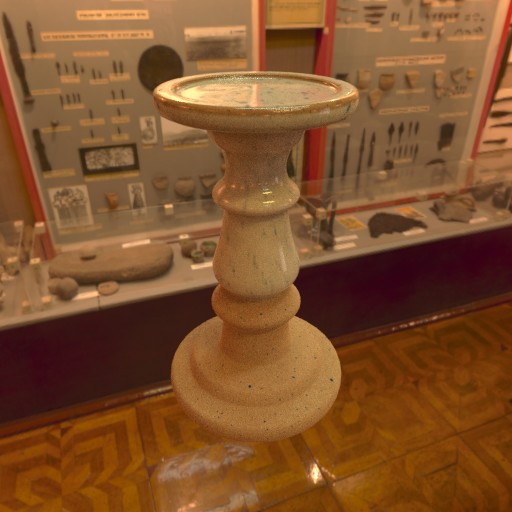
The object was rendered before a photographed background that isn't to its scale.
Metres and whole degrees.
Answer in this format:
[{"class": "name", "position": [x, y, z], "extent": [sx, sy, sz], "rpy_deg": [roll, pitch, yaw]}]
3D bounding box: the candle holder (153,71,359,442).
[{"class": "candle holder", "position": [0.000, 0.000, 0.277], "extent": [0.123, 0.202, 0.123], "rpy_deg": [0, 31, 0]}]
